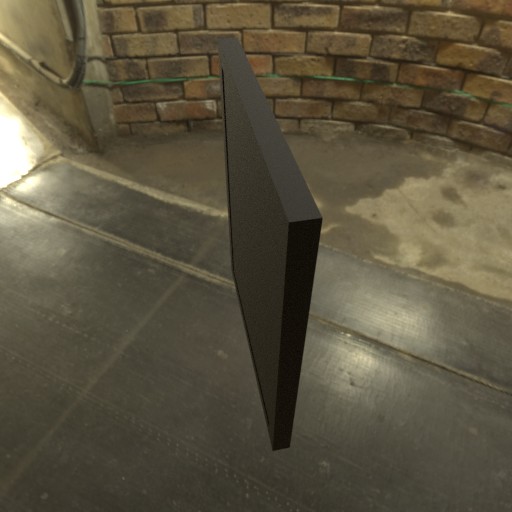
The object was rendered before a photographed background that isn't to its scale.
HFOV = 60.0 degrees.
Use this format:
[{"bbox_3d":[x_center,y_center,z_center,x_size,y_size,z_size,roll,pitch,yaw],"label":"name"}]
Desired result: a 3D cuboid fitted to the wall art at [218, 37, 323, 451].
[{"bbox_3d":[0.000,0.000,0.767,0.033,0.559,0.457,-8,47,-8],"label":"wall art"}]
